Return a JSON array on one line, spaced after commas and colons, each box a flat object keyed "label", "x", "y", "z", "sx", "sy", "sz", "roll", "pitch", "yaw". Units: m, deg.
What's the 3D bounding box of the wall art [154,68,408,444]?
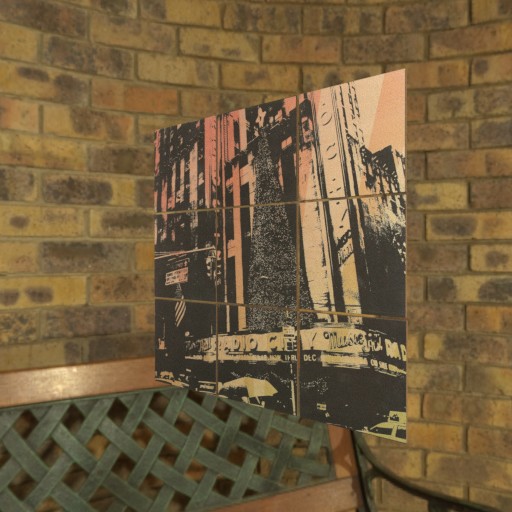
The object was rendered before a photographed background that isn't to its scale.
[{"label": "wall art", "x": 0.000, "y": 0.000, "z": 1.358, "sx": 0.919, "sy": 0.917, "sz": 0.010, "roll": 0, "pitch": 0, "yaw": 36}]
